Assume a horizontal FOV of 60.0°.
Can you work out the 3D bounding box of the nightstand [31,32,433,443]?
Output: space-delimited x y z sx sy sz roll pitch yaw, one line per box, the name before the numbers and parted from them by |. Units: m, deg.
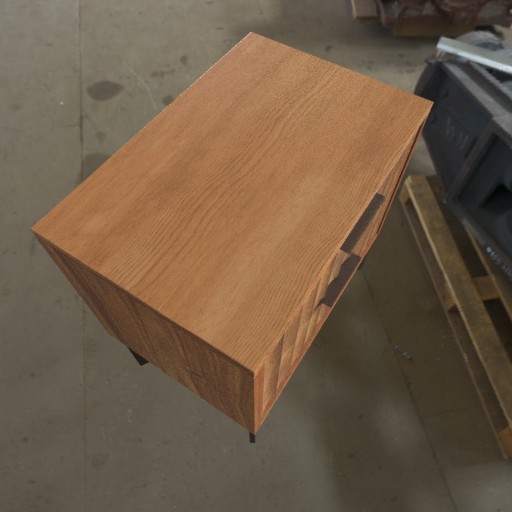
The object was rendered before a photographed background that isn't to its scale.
nightstand | 0.000 0.000 1.013 0.427 0.615 0.613 29 63 17
